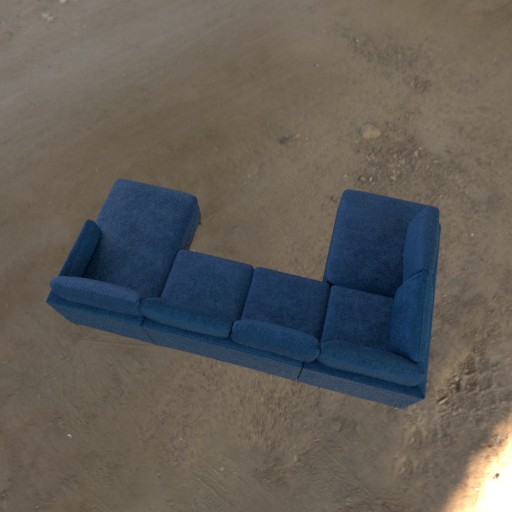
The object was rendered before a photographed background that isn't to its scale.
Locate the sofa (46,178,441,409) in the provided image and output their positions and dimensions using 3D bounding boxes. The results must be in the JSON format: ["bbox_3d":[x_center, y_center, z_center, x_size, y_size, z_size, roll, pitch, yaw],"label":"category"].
[{"bbox_3d":[0.000,0.000,4.440,3.434,0.992,2.055,13,64,6],"label":"sofa"}]
